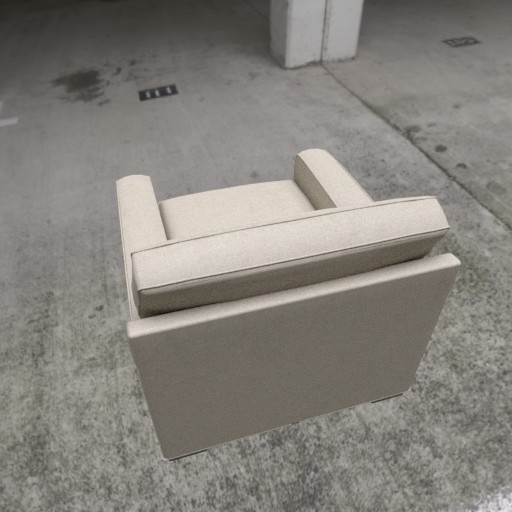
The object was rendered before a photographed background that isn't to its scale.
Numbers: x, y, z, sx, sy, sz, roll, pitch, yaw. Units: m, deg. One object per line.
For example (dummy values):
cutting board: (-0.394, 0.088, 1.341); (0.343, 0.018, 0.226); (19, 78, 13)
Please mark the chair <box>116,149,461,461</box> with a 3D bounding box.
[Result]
chair: (0.000, 0.000, 1.780); (0.998, 0.913, 1.043); (-11, 43, -12)
